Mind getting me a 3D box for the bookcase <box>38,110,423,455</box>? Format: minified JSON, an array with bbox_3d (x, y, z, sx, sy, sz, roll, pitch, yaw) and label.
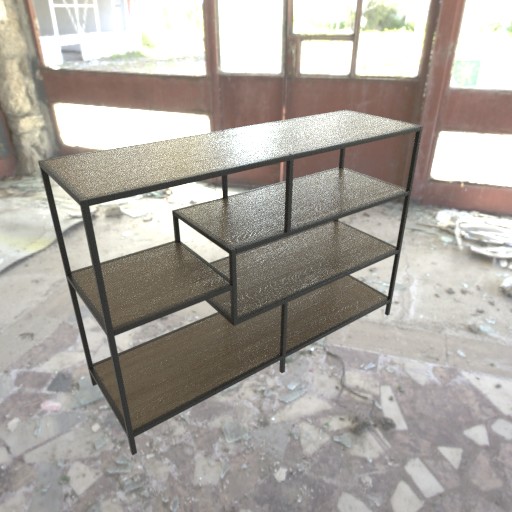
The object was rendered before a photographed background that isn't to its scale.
[{"bbox_3d":[0.000,0.000,1.503,1.140,0.780,0.350,-20,34,-31],"label":"bookcase"}]
